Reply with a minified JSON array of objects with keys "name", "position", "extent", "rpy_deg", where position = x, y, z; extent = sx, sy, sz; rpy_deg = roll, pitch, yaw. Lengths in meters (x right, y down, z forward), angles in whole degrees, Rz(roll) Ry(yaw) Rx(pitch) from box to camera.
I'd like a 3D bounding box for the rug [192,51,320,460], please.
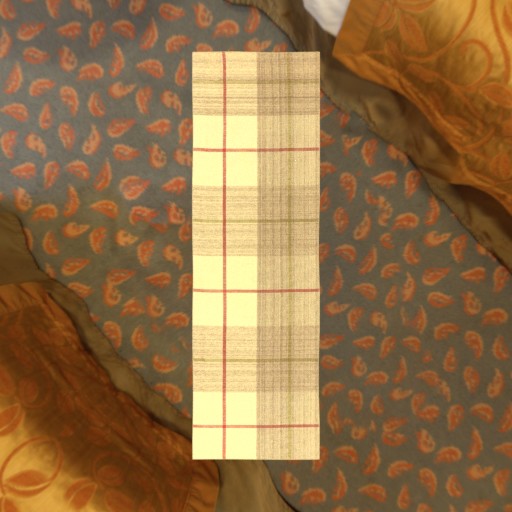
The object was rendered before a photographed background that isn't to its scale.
[{"name":"rug","position":[0.000,0.000,2.652],"extent":[0.762,0.013,2.439],"rpy_deg":[0,90,0]}]
